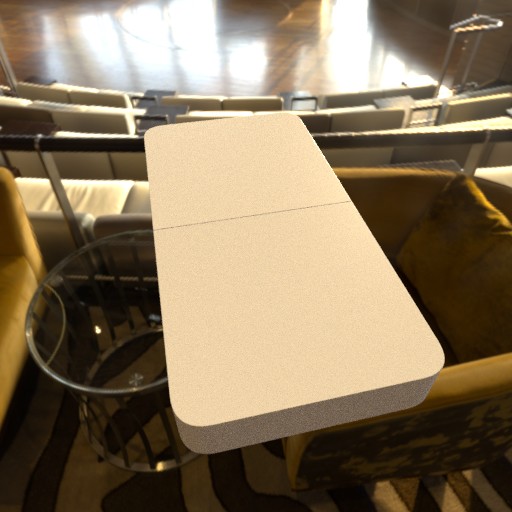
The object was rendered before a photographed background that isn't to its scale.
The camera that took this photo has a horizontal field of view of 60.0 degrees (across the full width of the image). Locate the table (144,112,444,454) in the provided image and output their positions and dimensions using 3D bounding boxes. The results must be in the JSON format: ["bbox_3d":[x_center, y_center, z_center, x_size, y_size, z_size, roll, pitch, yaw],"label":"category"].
[{"bbox_3d":[0.000,0.000,1.428,0.600,0.340,1.200,-9,46,-9],"label":"table"}]
